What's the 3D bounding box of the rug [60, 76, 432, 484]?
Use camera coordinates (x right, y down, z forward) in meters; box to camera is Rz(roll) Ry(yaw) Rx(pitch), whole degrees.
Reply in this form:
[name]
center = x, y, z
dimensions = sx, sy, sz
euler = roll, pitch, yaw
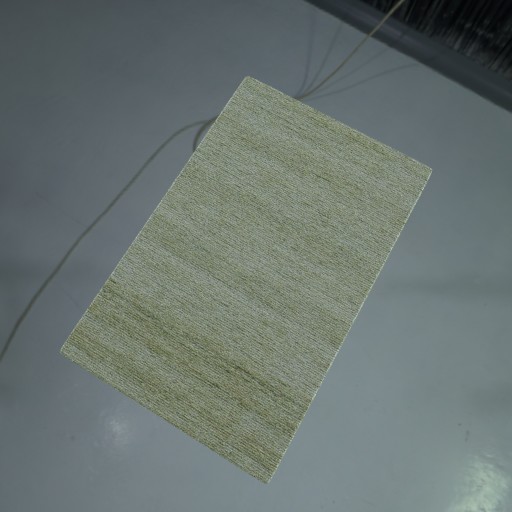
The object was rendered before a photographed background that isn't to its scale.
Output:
[rug]
center = 0.000, 0.000, 2.218
dimensions = 1.143, 0.010, 1.758
euler = 29, 77, 7
